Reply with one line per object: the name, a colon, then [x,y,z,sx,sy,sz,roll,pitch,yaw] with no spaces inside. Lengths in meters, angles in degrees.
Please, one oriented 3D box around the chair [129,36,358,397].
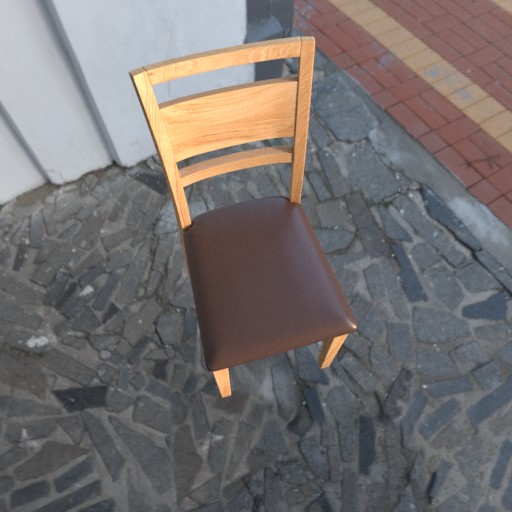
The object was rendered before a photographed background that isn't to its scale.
chair: [0.000,0.000,1.230,0.420,0.940,0.545,-14,63,-7]
